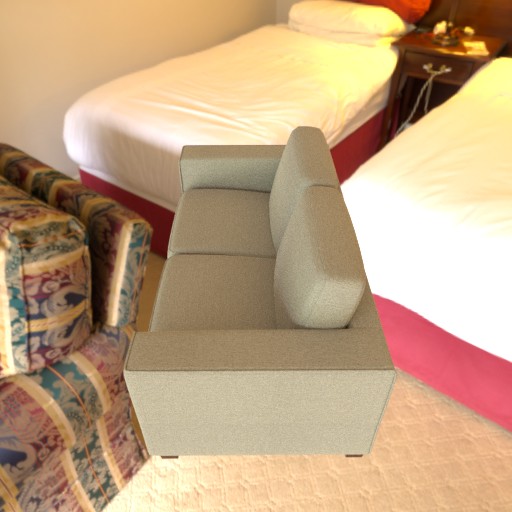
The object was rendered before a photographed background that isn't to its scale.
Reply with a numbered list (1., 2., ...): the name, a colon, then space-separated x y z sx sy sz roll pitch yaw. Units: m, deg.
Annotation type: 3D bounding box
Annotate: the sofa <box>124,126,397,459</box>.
1. sofa: 0.000 0.000 2.406 1.007 0.924 1.812 0 40 0
